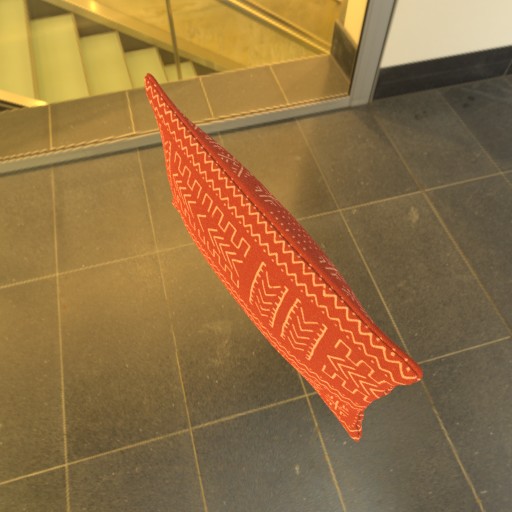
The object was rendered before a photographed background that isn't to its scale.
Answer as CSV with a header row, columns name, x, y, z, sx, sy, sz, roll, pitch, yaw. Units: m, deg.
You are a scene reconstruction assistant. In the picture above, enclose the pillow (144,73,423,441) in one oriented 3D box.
name,x,y,z,sx,sy,sz,roll,pitch,yaw
pillow,0.000,0.000,0.757,0.130,0.352,0.640,-31,63,-18
